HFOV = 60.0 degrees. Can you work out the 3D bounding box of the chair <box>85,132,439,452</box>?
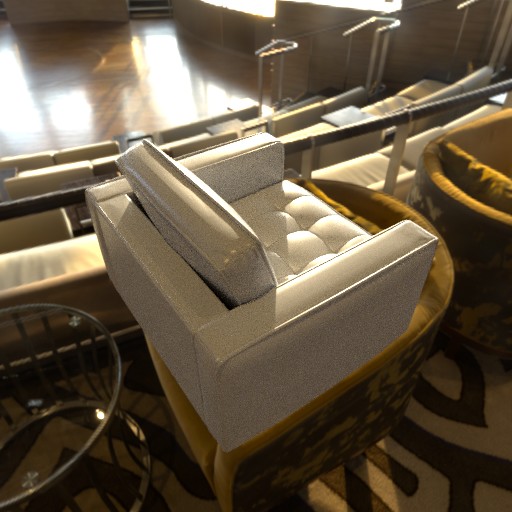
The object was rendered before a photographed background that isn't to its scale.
[{"bbox_3d":[0.000,0.000,1.555,0.843,0.773,0.928,-25,47,-26],"label":"chair"}]
